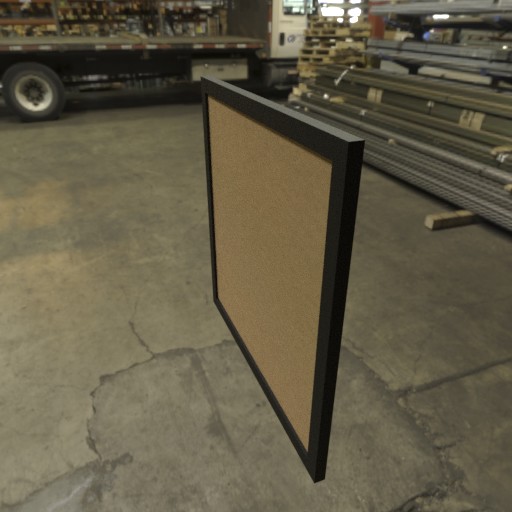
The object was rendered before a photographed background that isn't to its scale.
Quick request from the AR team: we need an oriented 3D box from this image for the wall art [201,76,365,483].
[{"bbox_3d":[0.000,0.000,0.521,0.013,0.356,0.356,-11,31,-19],"label":"wall art"}]
